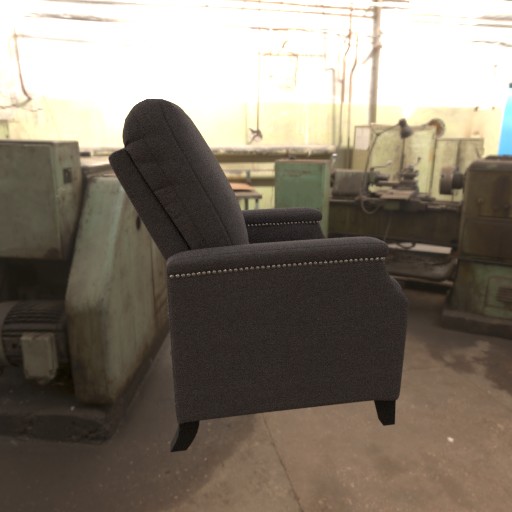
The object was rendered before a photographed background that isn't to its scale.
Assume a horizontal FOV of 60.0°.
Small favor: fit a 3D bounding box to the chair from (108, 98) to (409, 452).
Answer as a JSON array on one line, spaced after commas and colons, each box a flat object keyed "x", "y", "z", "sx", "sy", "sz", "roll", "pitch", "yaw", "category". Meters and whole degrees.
[{"x": 0.000, "y": 0.000, "z": 1.622, "sx": 0.922, "sy": 1.049, "sz": 0.710, "roll": -3, "pitch": 15, "yaw": -10, "category": "chair"}]
